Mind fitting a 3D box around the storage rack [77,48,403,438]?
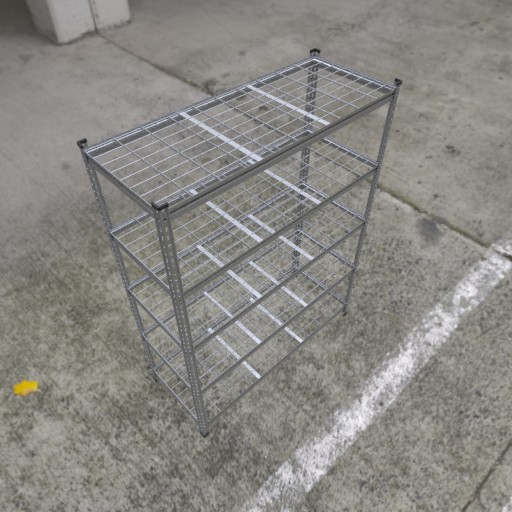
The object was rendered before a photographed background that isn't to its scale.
[{"bbox_3d":[0.000,0.000,2.789,1.524,1.981,0.610,-34,54,-29],"label":"storage rack"}]
